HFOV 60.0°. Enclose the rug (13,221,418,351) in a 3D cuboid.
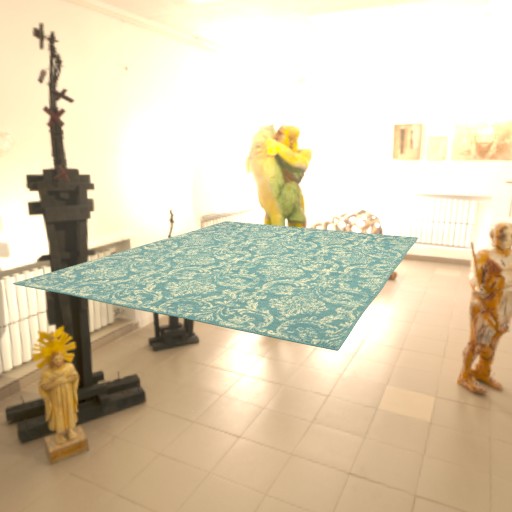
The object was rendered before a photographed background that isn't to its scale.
[{"bbox_3d":[0.000,0.000,3.914,2.363,0.012,2.980,7,16,26],"label":"rug"}]
